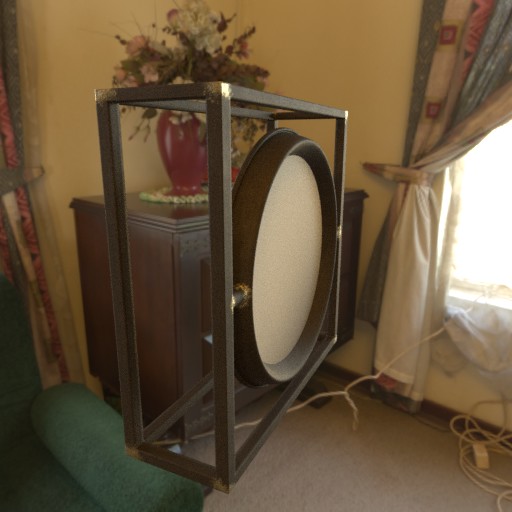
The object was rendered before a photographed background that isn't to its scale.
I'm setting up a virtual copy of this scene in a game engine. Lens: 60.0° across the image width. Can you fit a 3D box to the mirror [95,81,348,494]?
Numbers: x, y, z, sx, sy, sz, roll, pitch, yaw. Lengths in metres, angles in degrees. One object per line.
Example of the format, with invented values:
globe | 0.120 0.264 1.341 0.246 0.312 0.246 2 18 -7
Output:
mirror | 0.000 0.000 0.463 0.107 0.303 0.306 7 16 25
